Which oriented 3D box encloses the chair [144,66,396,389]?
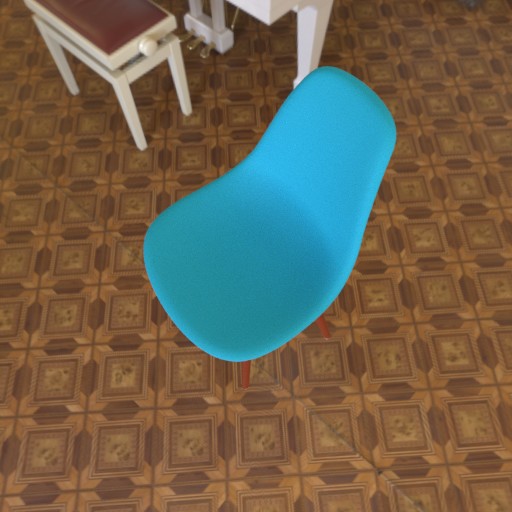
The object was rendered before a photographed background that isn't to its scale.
[{"bbox_3d":[0.000,0.000,1.148,0.533,0.826,0.470,-33,68,-15],"label":"chair"}]
